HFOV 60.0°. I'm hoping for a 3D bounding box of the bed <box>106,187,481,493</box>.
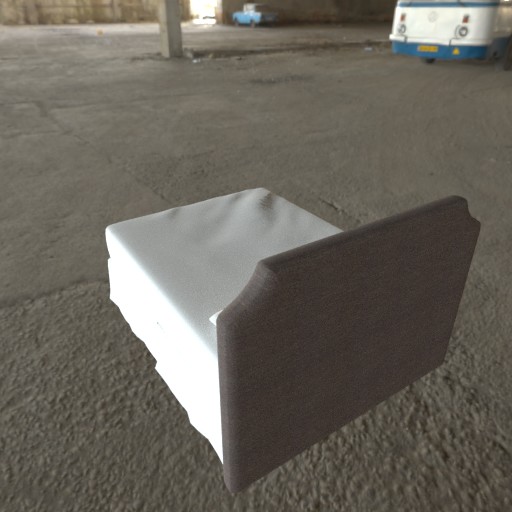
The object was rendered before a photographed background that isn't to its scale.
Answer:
[{"bbox_3d":[0.000,0.000,3.072,1.693,1.290,2.116,-18,35,-29],"label":"bed"}]
